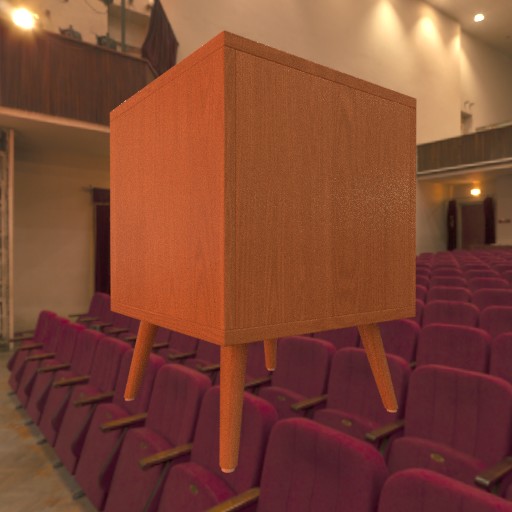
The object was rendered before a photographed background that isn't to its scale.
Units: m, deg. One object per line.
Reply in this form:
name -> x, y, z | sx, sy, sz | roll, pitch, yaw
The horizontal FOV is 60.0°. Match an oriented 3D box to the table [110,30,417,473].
table -> 0.000, 0.000, 0.814 | 0.400, 0.550, 0.400 | -1, 1, -37
